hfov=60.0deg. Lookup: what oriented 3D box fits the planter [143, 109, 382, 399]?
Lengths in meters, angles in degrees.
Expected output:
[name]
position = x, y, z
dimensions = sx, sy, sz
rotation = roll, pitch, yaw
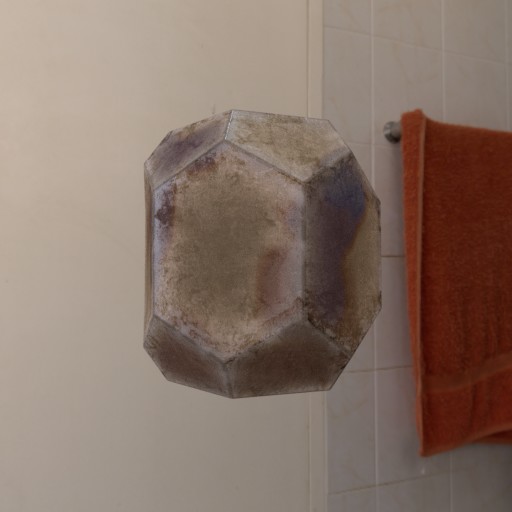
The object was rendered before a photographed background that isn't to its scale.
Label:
[planter]
position = 0.000, 0.000, 0.447
dimensions = 0.221, 0.238, 0.243
rotation = 1, -2, -17
